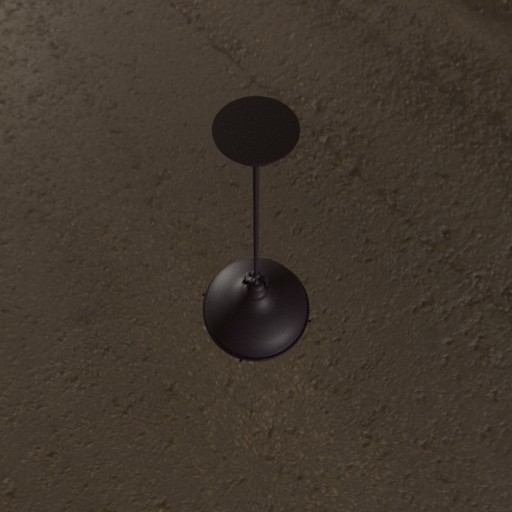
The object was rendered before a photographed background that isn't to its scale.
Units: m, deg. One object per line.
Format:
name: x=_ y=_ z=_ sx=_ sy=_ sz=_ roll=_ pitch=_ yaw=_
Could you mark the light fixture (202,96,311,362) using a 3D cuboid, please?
light fixture: x=0.000 y=0.000 z=1.032 sx=0.341 sy=0.849 sz=0.341 roll=14 pitch=65 yaw=7
